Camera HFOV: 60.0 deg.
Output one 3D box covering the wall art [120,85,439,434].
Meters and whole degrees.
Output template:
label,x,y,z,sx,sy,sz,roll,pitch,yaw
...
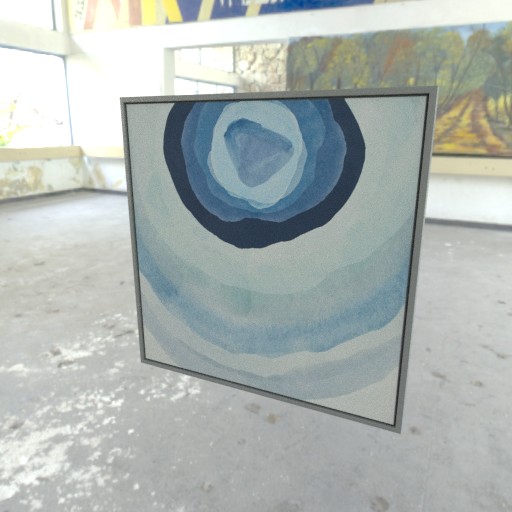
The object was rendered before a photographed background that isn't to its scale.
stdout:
label,x,y,z,sx,sy,sz,roll,pitch,yaw
wall art,0.000,0.000,1.165,0.809,0.807,0.038,8,18,25
